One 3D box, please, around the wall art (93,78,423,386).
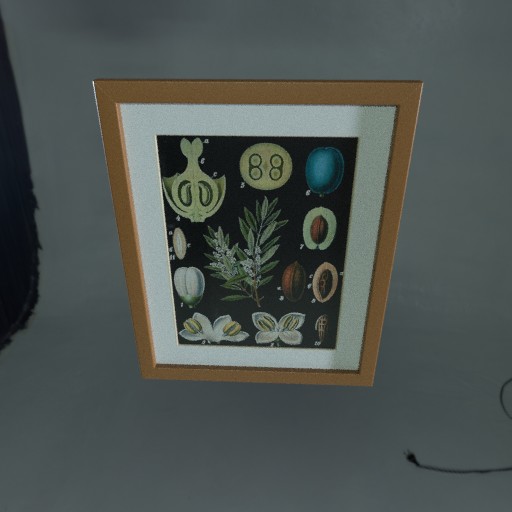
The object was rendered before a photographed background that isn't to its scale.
[{"bbox_3d":[0.000,0.000,0.510,0.310,0.379,0.015,1,28,2],"label":"wall art"}]
